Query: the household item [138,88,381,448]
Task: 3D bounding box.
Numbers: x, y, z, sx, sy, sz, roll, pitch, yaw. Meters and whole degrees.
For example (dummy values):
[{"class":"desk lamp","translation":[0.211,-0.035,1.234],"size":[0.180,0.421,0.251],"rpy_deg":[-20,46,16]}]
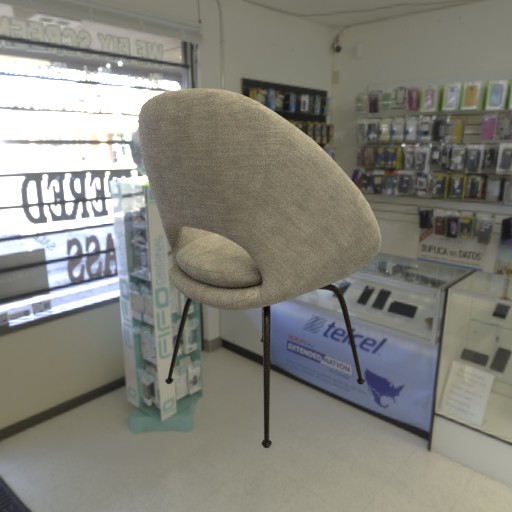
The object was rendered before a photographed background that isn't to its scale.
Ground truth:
[{"class":"household item","translation":[0.000,0.000,1.295],"size":[0.587,0.869,0.643],"rpy_deg":[-14,19,-43]}]
